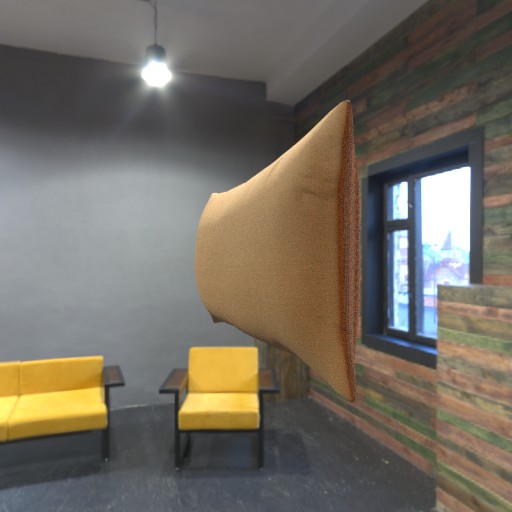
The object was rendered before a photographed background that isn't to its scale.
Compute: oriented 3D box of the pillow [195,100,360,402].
[{"bbox_3d":[0.000,0.000,0.713,0.151,0.291,0.608,0,-1,-18],"label":"pillow"}]
